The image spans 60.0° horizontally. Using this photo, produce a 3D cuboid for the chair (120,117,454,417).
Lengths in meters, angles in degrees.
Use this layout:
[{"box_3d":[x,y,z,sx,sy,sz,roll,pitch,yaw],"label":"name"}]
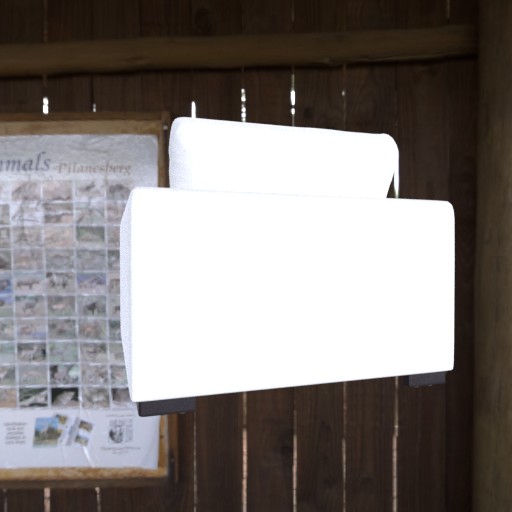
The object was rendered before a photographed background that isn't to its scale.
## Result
[{"box_3d":[0.000,0.000,1.854,1.070,0.876,1.100,0,0,-18],"label":"chair"}]
